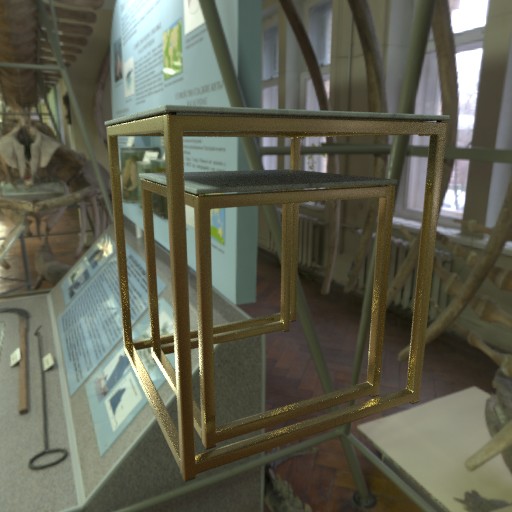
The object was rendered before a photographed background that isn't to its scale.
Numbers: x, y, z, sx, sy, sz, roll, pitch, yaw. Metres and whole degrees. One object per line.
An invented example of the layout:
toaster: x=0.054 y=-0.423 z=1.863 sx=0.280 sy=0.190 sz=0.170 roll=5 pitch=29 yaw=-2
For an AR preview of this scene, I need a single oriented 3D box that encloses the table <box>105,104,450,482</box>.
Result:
table: x=0.000 y=0.000 z=0.846 sx=0.450 sy=0.500 sz=0.450 roll=-7 pitch=16 yaw=-26
